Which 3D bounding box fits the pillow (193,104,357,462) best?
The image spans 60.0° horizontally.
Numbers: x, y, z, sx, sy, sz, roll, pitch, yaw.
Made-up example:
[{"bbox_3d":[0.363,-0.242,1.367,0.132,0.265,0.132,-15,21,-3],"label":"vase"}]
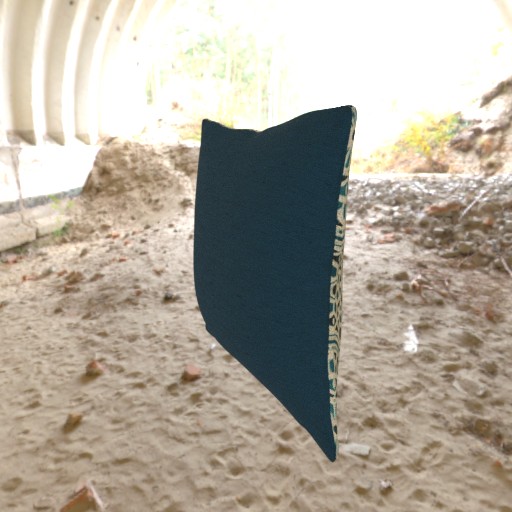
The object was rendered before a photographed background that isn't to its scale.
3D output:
[{"bbox_3d":[0.000,0.000,0.677,0.145,0.420,0.440,-7,16,-26],"label":"pillow"}]
